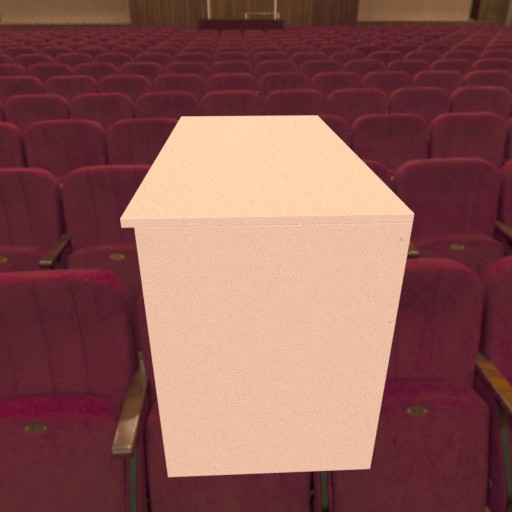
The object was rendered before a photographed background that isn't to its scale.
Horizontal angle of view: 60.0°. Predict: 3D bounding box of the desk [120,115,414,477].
[{"bbox_3d":[0.000,0.000,1.496,0.560,0.730,1.100,-1,27,-2],"label":"desk"}]
